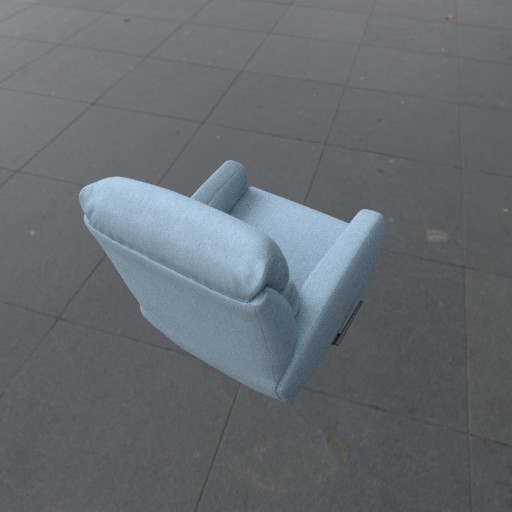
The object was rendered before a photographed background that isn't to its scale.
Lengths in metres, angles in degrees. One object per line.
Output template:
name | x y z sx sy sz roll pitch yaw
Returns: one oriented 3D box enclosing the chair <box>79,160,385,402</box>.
chair | 0.000 0.000 1.721 0.812 1.013 0.940 24 51 21
